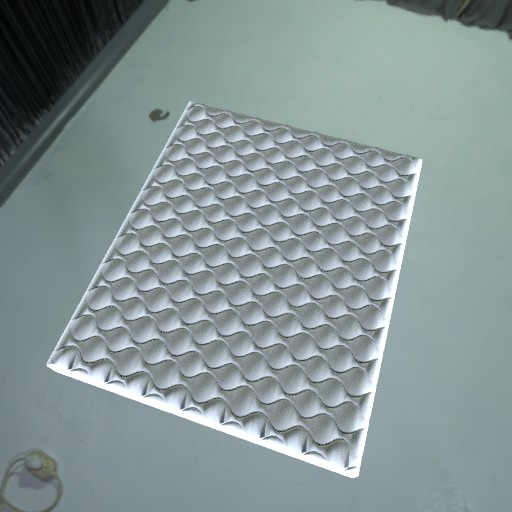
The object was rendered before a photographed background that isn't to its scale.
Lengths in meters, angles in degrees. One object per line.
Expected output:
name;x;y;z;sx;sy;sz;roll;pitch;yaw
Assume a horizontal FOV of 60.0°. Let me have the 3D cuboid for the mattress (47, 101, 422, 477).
mattress;0.000;0.000;2.569;1.600;0.200;1.900;16;64;8
